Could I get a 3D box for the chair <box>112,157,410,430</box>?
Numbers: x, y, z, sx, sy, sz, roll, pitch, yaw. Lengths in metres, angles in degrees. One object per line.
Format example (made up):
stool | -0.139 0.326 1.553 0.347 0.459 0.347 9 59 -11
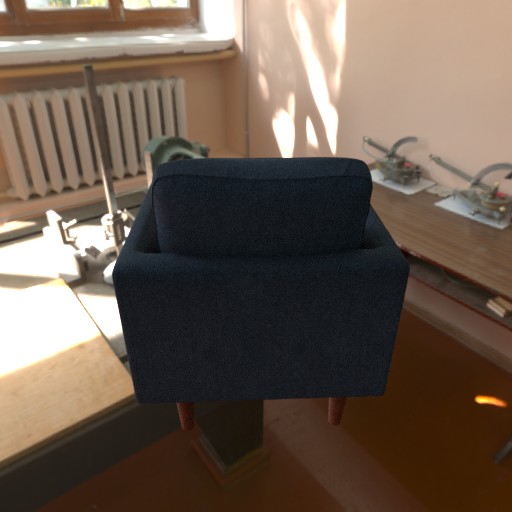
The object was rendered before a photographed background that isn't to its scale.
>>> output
chair | 0.000 0.000 1.680 0.858 0.957 0.899 -1 30 -2
